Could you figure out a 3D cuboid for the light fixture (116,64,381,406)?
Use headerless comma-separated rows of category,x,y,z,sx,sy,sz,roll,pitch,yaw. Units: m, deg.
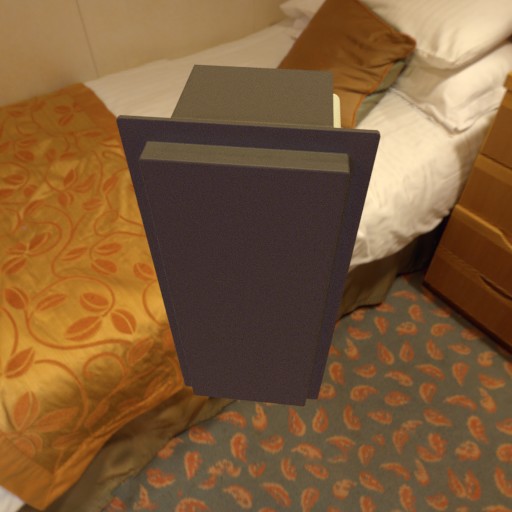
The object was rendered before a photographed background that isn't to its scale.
light fixture,0.000,0.000,0.419,0.153,0.347,0.146,5,48,4
